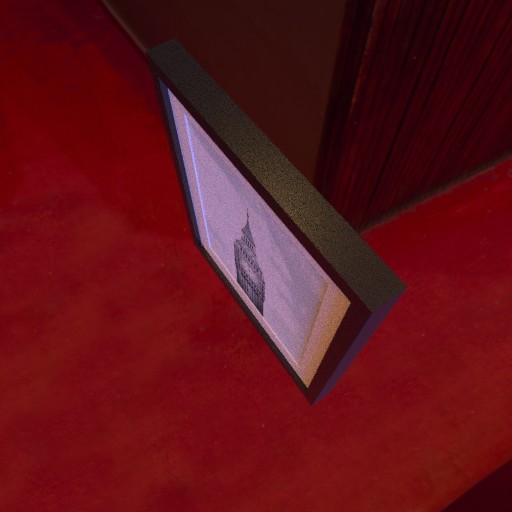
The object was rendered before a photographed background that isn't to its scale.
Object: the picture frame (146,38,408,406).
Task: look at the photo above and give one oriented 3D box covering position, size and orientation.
[{"bbox_3d":[0.000,0.000,0.539,0.034,0.378,0.328,-32,66,-16],"label":"picture frame"}]
